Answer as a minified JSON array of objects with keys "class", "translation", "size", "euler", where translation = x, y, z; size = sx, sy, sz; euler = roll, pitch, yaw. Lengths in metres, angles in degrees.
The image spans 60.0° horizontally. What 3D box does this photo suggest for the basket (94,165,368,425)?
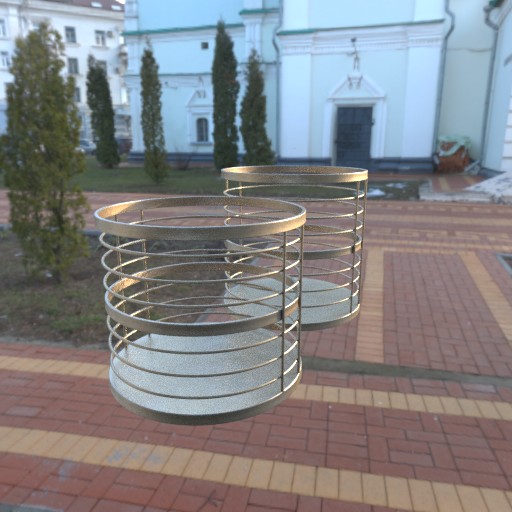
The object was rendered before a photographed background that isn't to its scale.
[{"class":"basket","translation":[0.000,0.000,0.965],"size":[0.356,0.351,0.746],"euler":[8,16,27]}]
